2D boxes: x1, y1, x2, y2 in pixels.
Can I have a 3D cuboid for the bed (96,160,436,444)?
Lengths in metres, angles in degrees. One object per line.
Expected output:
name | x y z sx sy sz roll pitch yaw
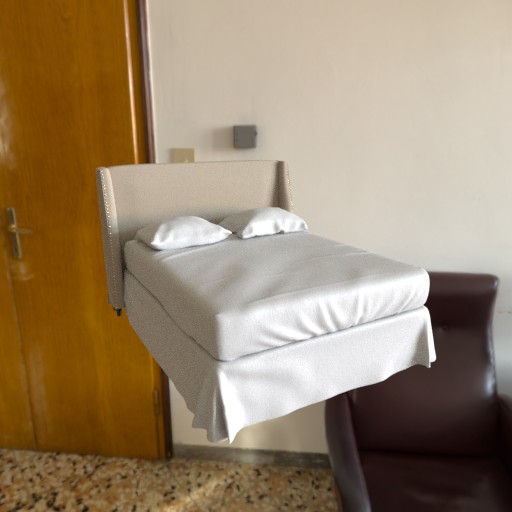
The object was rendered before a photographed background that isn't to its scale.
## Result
bed | 0.000 0.000 3.498 1.925 1.332 2.276 -9 18 -28
